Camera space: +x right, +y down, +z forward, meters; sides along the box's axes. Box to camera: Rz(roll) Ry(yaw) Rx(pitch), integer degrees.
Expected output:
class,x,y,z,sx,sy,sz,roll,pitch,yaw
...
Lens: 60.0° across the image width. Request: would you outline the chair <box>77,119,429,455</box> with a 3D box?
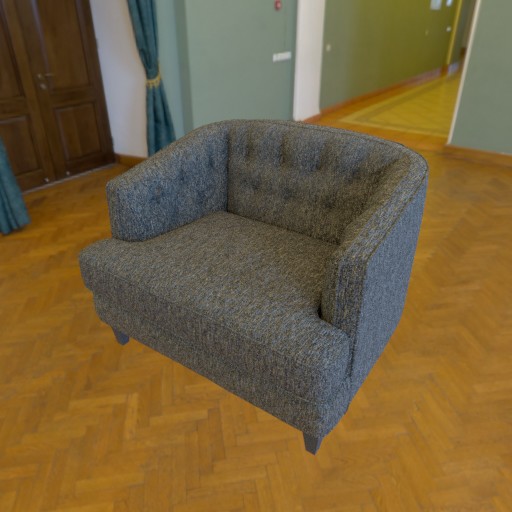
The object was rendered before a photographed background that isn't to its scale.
class,x,y,z,sx,sy,sz,roll,pitch,yaw
chair,0.000,0.000,1.764,1.104,0.852,0.941,19,35,30
